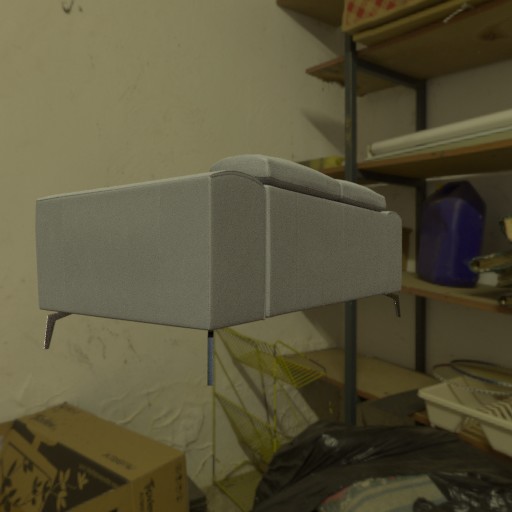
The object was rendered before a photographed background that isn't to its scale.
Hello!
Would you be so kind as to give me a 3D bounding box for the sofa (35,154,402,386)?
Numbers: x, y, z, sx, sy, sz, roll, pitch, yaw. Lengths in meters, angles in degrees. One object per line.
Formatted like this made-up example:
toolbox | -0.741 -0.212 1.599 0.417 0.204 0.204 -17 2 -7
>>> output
sofa | 0.000 0.000 2.352 1.003 0.779 1.895 0 0 35
